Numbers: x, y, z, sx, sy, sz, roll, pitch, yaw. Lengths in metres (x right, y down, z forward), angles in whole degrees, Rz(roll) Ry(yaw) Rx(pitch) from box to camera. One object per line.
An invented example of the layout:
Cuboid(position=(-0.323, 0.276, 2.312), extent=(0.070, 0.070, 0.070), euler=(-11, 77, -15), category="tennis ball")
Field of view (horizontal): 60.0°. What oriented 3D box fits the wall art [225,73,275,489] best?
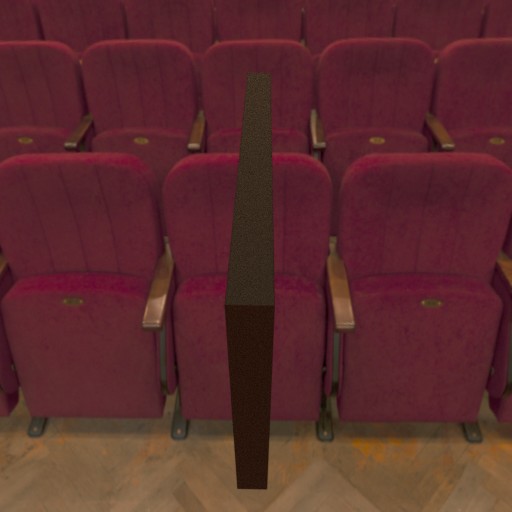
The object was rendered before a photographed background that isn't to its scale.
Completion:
Cuboid(position=(0.000, 0.000, 0.847), extent=(0.051, 0.456, 0.671), euler=(1, 41, 1), category="wall art")
